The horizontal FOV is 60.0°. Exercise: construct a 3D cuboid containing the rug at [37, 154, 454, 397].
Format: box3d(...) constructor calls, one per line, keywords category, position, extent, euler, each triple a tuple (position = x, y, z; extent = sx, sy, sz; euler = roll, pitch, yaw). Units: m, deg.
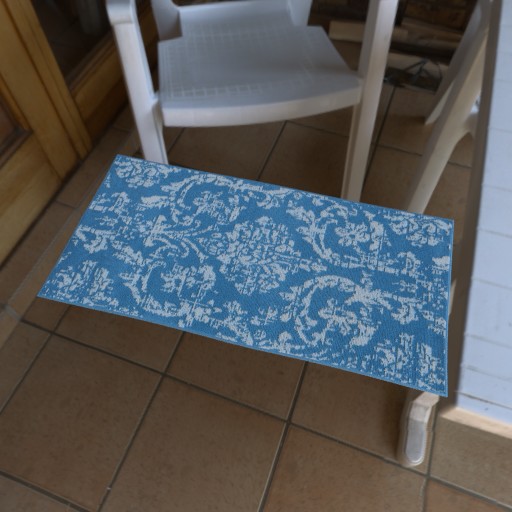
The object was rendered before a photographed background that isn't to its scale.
box3d(category="rug", position=(0.000, 0.000, 1.418), extent=(1.219, 0.007, 0.604), euler=(12, 59, 7))
